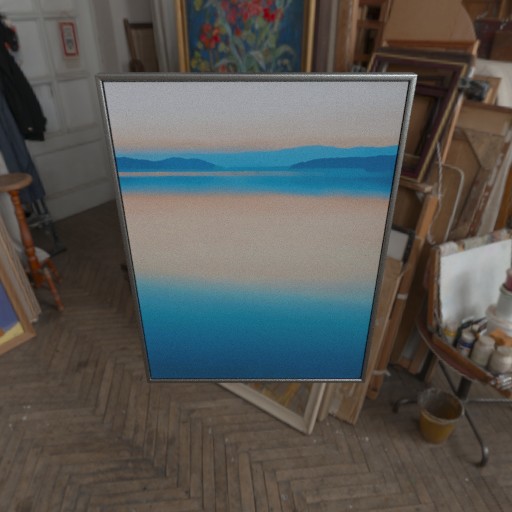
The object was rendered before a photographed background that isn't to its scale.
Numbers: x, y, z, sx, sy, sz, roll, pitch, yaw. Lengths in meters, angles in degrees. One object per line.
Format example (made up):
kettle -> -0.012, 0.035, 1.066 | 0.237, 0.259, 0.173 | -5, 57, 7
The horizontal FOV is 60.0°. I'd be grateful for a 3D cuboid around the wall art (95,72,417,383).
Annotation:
wall art -> 0.000, 0.000, 1.380 | 0.801, 1.062, 0.037 | 0, 30, 0
